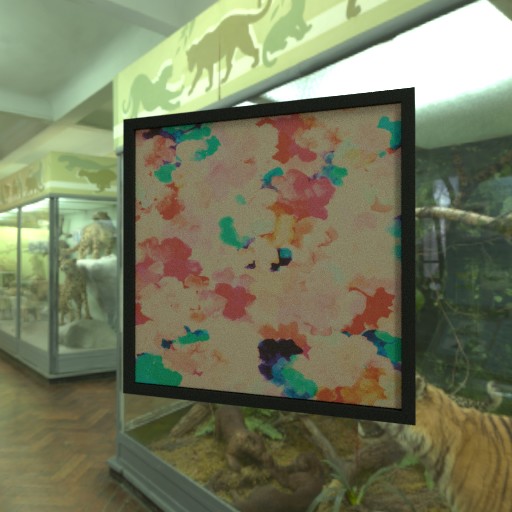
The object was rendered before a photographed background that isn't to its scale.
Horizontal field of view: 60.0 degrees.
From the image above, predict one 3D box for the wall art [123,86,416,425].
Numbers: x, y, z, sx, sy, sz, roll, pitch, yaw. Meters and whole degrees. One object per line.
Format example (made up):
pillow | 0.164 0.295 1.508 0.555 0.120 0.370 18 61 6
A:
wall art | 0.000 0.000 0.452 0.306 0.304 0.015 0 0 18
